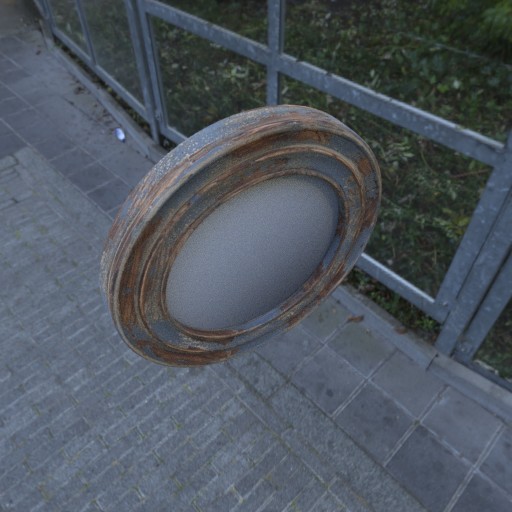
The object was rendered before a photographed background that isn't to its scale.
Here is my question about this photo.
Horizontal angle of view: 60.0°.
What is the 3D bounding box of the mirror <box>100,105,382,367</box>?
[{"bbox_3d":[0.000,0.000,0.869,0.585,0.585,0.061,-23,50,-21],"label":"mirror"}]
